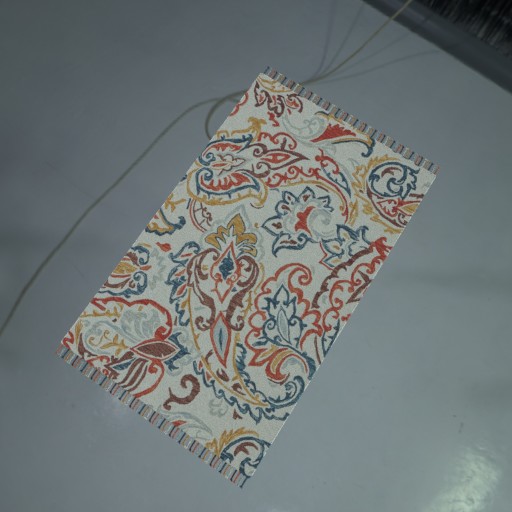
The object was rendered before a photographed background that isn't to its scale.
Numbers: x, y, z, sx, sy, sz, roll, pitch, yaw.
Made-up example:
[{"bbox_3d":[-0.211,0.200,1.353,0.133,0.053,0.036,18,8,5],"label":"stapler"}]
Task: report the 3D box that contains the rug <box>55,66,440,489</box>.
[{"bbox_3d":[0.000,0.000,3.091,1.523,0.010,2.584,33,80,7],"label":"rug"}]
